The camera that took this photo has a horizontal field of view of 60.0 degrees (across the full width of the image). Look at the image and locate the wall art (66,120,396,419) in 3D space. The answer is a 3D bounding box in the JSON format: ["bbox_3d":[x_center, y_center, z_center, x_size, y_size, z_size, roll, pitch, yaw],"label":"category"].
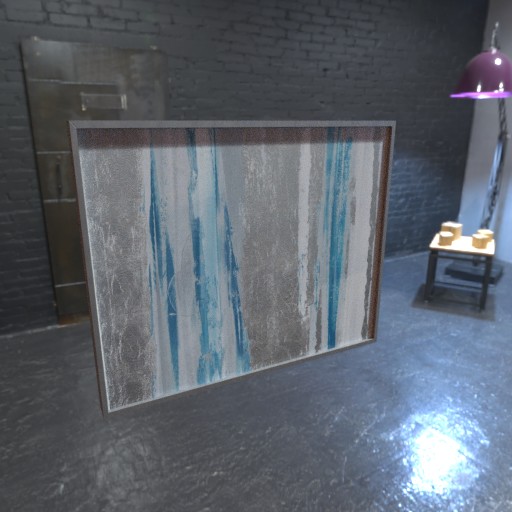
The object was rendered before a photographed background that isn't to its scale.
[{"bbox_3d":[0.000,0.000,0.770,0.557,0.450,0.037,-9,19,-26],"label":"wall art"}]
